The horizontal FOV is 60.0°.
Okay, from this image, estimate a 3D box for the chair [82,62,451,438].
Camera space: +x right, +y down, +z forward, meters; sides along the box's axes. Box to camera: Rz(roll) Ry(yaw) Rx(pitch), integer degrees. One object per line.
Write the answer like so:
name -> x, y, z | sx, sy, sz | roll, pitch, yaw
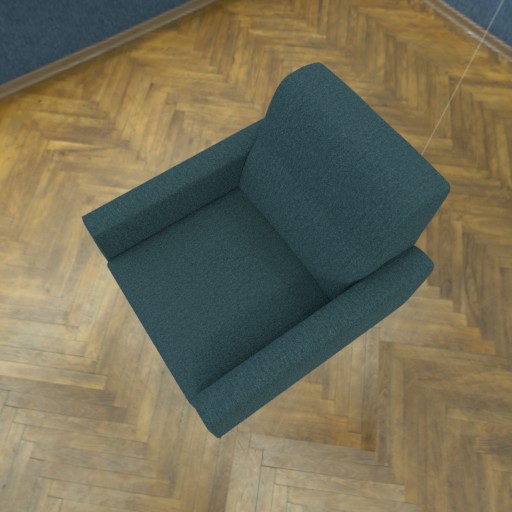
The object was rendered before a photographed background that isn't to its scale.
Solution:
chair -> 0.000, 0.000, 1.667 | 0.964, 0.940, 0.880 | -32, 68, -14
